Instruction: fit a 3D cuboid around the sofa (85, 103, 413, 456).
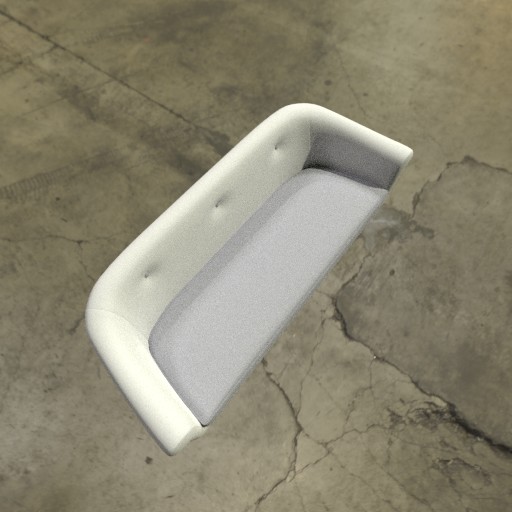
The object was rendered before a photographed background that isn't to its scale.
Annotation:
[{"bbox_3d":[0.000,0.000,2.563,0.827,0.795,2.160,34,65,18],"label":"sofa"}]
